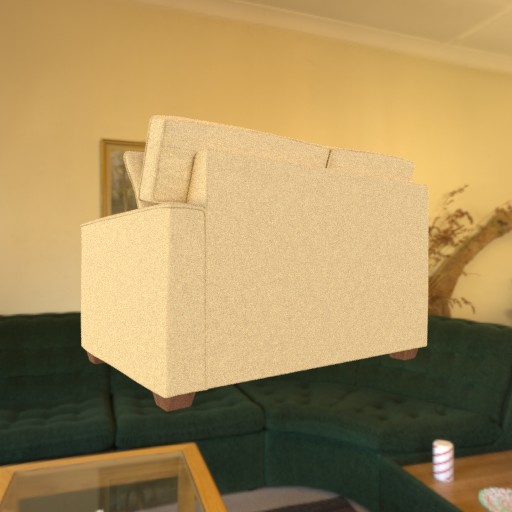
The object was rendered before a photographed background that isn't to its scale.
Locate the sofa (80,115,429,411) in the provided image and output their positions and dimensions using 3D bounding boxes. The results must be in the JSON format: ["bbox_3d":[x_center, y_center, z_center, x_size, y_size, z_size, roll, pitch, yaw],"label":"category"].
[{"bbox_3d":[0.000,0.000,2.121,1.388,0.989,0.991,0,-1,-36],"label":"sofa"}]
